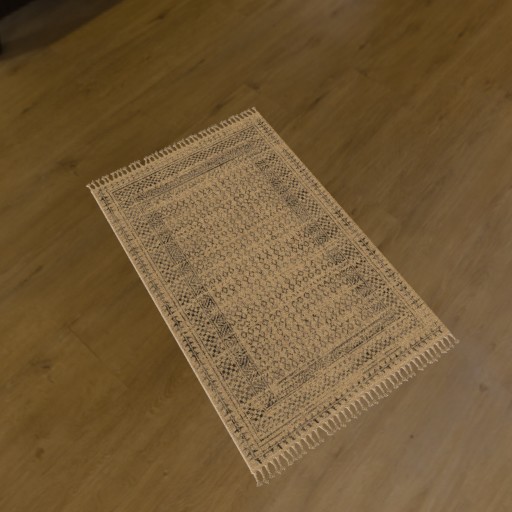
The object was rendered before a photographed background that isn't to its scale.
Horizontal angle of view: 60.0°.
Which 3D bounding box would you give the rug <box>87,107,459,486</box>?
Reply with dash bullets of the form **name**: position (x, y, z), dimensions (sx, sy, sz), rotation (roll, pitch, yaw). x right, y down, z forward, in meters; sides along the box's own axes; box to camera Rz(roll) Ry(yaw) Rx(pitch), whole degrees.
- **rug**: position (0.000, 0.000, 3.131), dimensions (1.548, 0.013, 2.486), rotation (-30, 66, -14)
